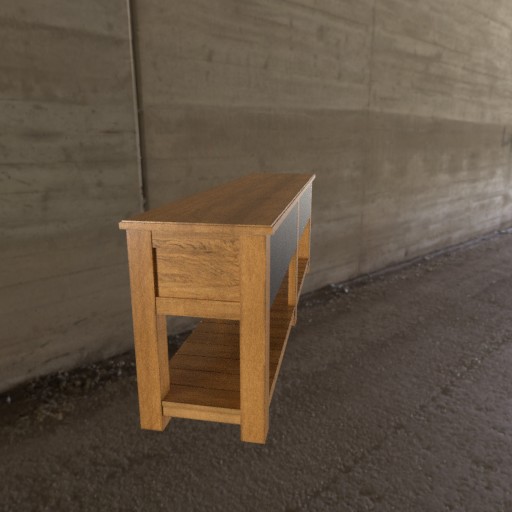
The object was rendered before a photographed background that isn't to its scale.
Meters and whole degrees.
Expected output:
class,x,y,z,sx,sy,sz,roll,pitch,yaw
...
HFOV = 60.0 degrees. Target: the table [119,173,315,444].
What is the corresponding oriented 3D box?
class,x,y,z,sx,sy,sz,roll,pitch,yaw
table,0.000,0.000,2.069,0.425,0.635,1.815,3,15,10
